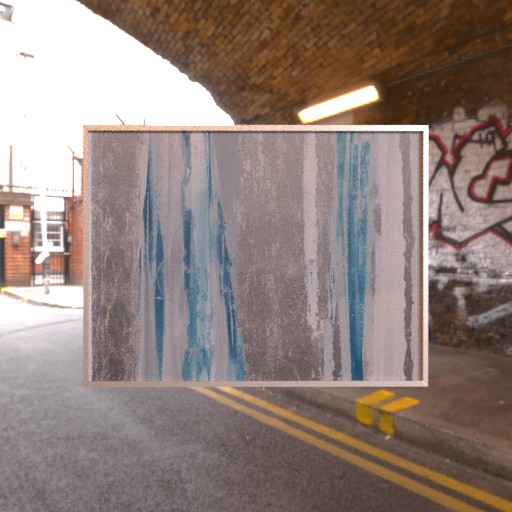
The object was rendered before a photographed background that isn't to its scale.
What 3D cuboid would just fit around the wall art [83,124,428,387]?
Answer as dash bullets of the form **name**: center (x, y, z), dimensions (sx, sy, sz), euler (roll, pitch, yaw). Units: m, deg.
- **wall art**: center (0.000, 0.000, 1.390), dimensions (1.056, 0.801, 0.066), euler (0, 0, 0)
